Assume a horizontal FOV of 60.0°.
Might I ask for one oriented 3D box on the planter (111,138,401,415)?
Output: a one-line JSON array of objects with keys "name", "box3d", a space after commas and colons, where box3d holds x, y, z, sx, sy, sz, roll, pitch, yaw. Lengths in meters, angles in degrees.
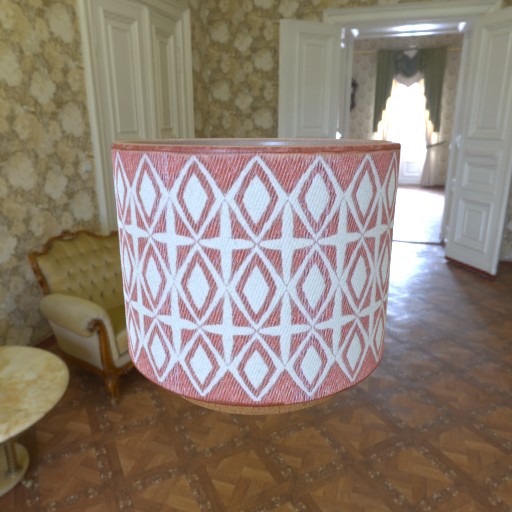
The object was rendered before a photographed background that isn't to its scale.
[{"name": "planter", "box3d": [0.000, 0.000, 0.470, 0.273, 0.237, 0.273, 0, 16, 0]}]
